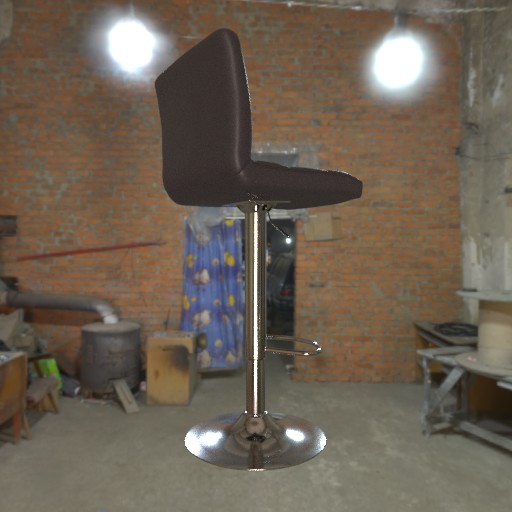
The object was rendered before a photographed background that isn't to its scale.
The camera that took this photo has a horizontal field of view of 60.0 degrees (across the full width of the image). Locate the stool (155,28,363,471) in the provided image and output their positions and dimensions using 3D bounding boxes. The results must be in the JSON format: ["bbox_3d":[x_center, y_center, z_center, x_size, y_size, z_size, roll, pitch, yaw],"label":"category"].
[{"bbox_3d":[0.000,0.000,1.353,0.505,1.115,0.430,0,0,-36],"label":"stool"}]
